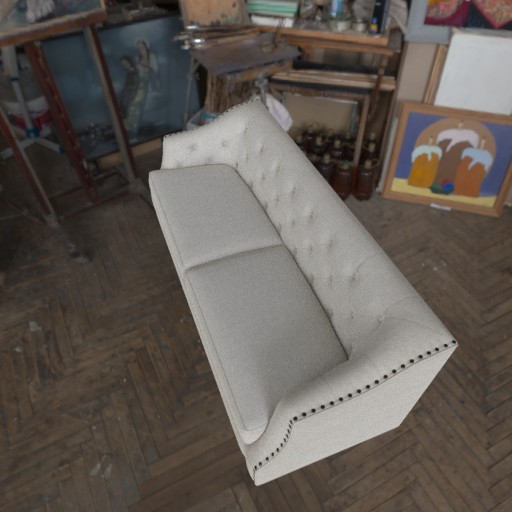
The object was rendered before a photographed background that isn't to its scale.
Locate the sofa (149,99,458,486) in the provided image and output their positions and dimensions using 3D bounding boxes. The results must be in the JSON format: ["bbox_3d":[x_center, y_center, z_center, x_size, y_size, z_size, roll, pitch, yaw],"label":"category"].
[{"bbox_3d":[0.000,0.000,2.688,0.914,0.901,2.235,-16,49,-14],"label":"sofa"}]
